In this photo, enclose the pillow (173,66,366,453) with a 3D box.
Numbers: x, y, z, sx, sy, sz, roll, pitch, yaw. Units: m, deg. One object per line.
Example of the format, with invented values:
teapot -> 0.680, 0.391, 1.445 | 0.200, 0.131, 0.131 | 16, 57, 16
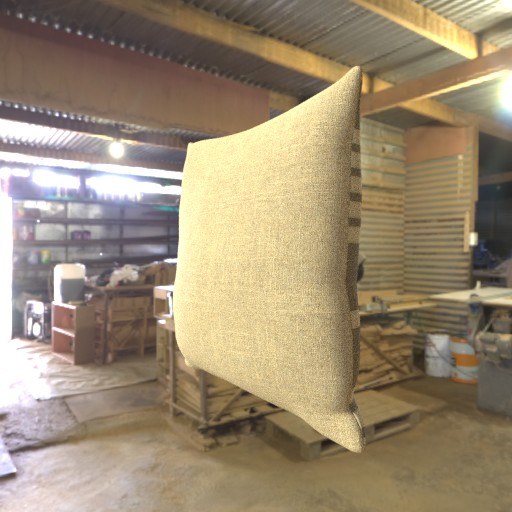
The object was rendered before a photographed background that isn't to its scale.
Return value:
pillow -> 0.000, 0.000, 0.677 | 0.182, 0.440, 0.439 | -1, 1, -35
